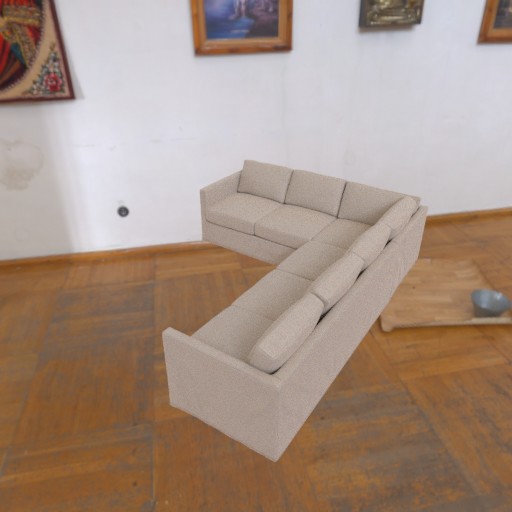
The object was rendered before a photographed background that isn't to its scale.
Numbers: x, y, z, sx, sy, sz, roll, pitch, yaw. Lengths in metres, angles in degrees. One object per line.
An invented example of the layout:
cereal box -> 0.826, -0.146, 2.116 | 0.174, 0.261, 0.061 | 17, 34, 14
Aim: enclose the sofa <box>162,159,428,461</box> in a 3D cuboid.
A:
sofa -> 0.000, 0.000, 4.379 | 2.432, 0.871, 3.182 | 18, 34, 29
